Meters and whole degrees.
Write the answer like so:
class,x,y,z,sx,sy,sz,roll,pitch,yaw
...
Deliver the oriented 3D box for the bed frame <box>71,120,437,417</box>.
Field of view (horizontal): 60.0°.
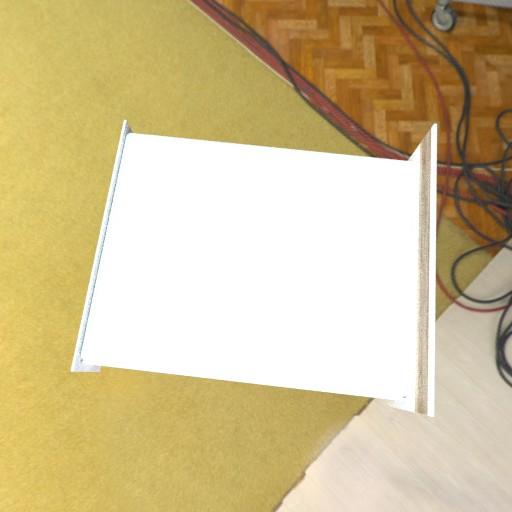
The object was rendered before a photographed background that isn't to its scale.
class,x,y,z,sx,sy,sz,roll,pitch,yaw
bed frame,0.000,0.000,2.937,2.060,0.800,1.720,6,75,2
